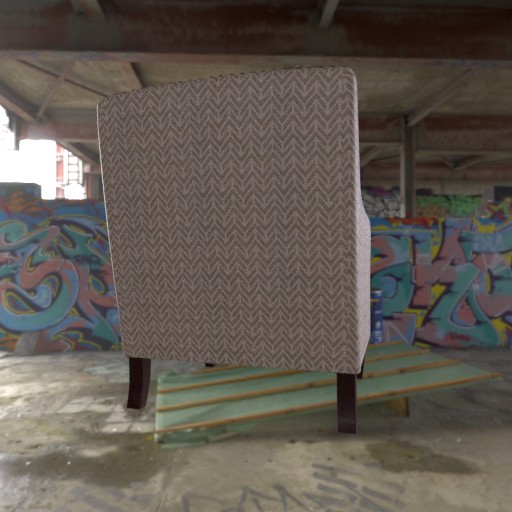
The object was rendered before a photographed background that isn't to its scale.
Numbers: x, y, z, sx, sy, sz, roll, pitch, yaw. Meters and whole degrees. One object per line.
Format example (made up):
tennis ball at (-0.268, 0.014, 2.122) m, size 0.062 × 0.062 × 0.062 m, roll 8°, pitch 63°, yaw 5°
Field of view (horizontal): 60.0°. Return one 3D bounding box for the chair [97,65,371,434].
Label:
chair at (0.000, 0.000, 1.293) m, size 0.623 × 0.816 × 0.651 m, roll 0°, pitch 0°, yaw 17°
